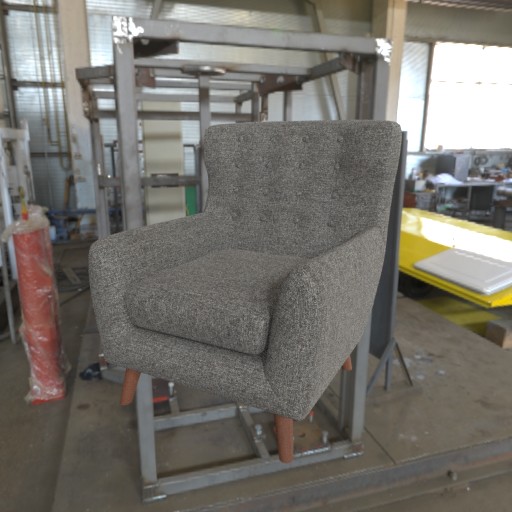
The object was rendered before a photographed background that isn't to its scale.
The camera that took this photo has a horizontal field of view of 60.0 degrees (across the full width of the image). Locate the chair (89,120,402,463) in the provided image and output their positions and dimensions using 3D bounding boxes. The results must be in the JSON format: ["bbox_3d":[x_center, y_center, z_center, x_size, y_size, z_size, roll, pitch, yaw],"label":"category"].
[{"bbox_3d":[0.000,0.000,1.717,0.889,1.039,0.940,7,16,27],"label":"chair"}]
